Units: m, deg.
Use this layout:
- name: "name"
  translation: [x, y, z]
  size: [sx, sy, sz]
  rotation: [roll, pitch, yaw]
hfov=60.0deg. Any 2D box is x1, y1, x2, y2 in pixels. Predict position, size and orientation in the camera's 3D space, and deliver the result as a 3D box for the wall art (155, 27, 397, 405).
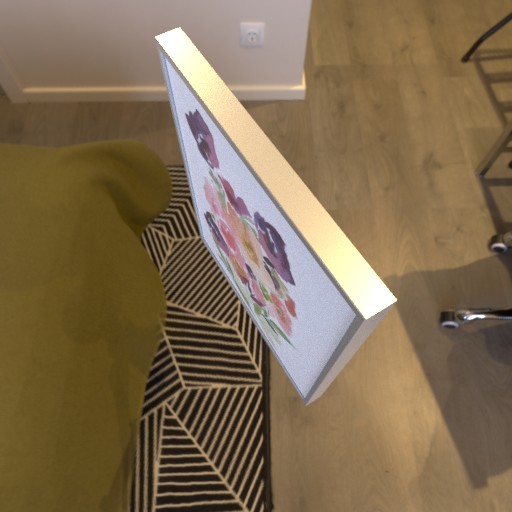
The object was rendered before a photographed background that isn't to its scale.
- name: "wall art"
  translation: [0.000, 0.000, 0.745]
  size: [0.038, 0.549, 0.452]
  rotation: [-28, 67, -13]
